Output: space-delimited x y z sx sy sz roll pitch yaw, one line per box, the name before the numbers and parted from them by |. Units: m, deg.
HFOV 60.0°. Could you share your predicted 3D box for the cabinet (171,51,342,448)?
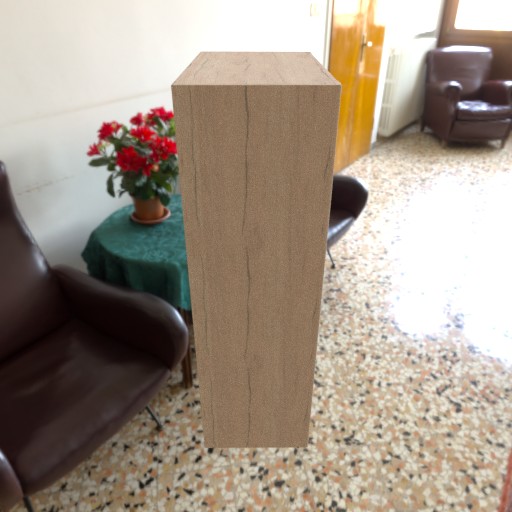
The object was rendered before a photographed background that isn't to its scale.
cabinet | 0.000 0.000 2.414 0.580 1.930 0.980 0 31 0
